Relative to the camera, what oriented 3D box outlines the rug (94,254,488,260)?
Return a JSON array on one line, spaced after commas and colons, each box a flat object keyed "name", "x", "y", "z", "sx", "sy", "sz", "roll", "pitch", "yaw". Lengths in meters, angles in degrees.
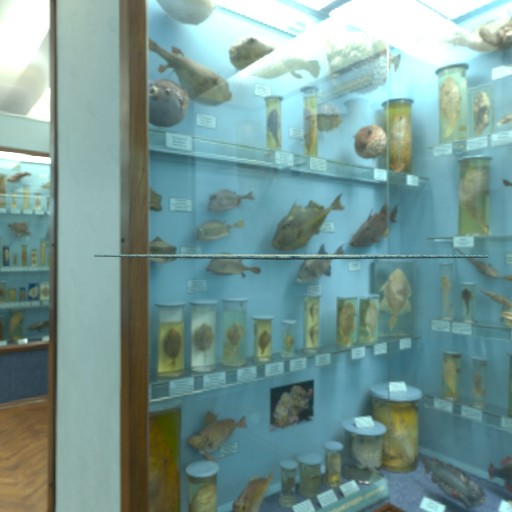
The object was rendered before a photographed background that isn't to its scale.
[{"name": "rug", "x": 0.000, "y": 0.000, "z": 3.078, "sx": 1.524, "sy": 0.015, "sz": 2.438, "roll": 0, "pitch": 0, "yaw": -35}]
